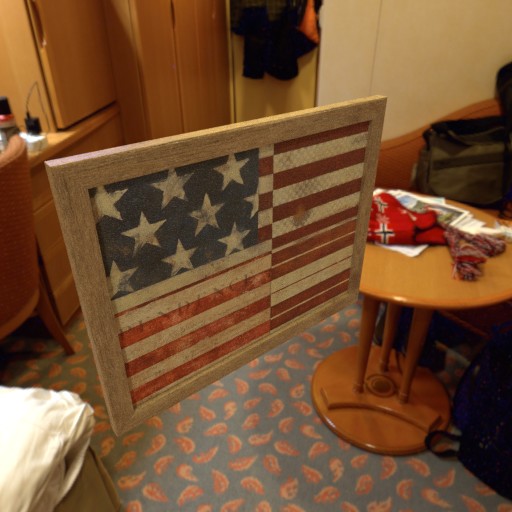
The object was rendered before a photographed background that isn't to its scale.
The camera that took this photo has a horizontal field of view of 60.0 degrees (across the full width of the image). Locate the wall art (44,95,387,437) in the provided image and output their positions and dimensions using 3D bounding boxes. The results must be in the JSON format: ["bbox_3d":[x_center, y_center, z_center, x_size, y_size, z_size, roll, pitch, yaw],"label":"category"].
[{"bbox_3d":[0.000,0.000,0.895,0.690,0.535,0.026,-22,38,-32],"label":"wall art"}]
